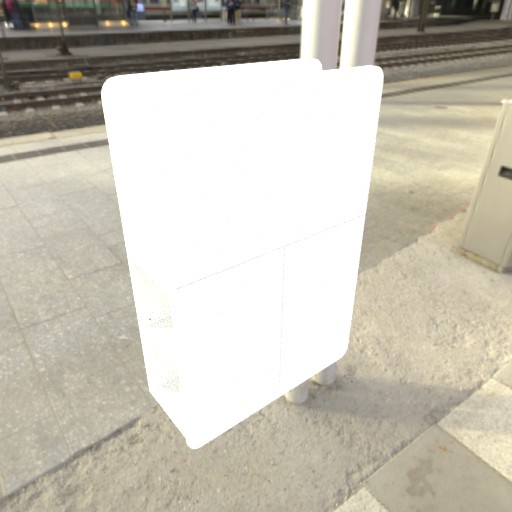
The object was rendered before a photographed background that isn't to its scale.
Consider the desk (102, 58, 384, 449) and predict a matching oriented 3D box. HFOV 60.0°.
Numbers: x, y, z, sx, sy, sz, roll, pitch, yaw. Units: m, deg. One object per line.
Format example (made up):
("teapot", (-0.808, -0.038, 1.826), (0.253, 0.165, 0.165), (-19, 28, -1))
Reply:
("desk", (0.000, 0.000, 1.528), (0.795, 1.190, 0.278), (-21, 36, -33))
